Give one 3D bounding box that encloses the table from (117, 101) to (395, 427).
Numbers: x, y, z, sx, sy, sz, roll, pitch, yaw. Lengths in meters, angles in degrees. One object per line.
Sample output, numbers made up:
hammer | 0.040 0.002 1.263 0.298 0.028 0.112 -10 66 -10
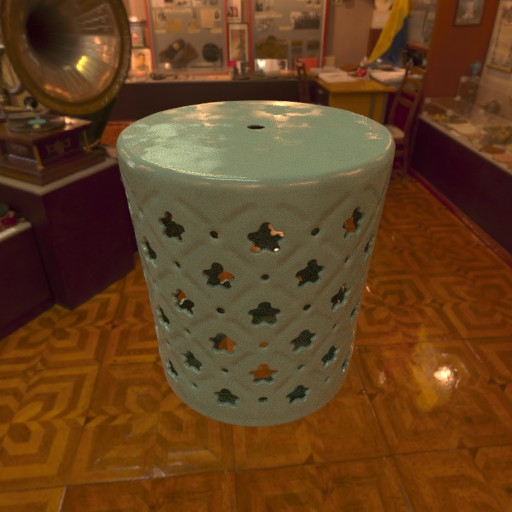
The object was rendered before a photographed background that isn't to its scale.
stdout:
table | 0.000 0.000 0.667 0.352 0.387 0.352 0 31 0
